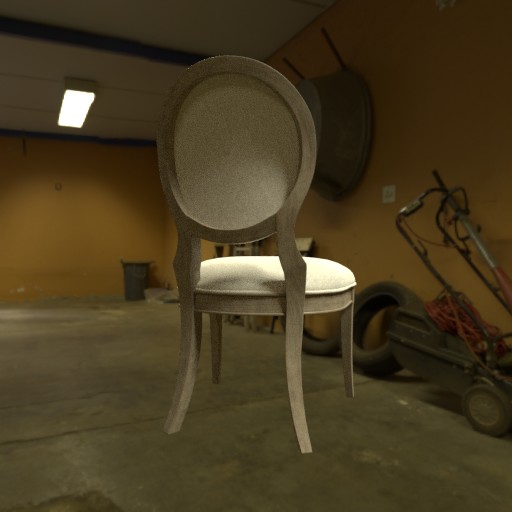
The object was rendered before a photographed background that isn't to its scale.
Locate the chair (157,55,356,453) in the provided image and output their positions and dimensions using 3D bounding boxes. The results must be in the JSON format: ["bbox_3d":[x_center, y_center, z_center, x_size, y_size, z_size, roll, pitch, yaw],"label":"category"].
[{"bbox_3d":[0.000,0.000,1.363,0.558,0.990,0.602,0,0,18],"label":"chair"}]
